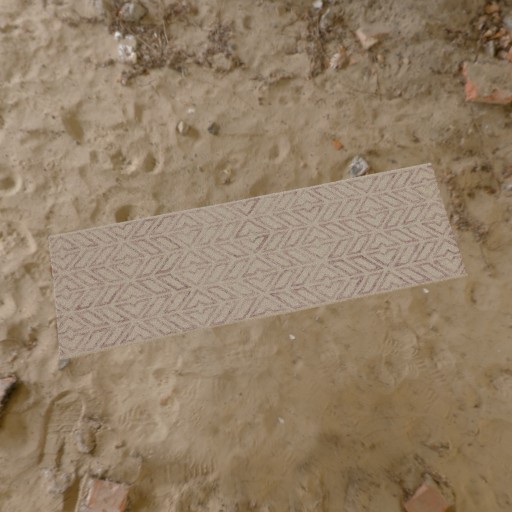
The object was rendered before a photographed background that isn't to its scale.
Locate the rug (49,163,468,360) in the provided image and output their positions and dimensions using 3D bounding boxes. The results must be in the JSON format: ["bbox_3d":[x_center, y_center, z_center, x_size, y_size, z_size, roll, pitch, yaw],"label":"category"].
[{"bbox_3d":[0.000,0.000,2.680,2.435,0.009,0.750,-11,76,-3],"label":"rug"}]
